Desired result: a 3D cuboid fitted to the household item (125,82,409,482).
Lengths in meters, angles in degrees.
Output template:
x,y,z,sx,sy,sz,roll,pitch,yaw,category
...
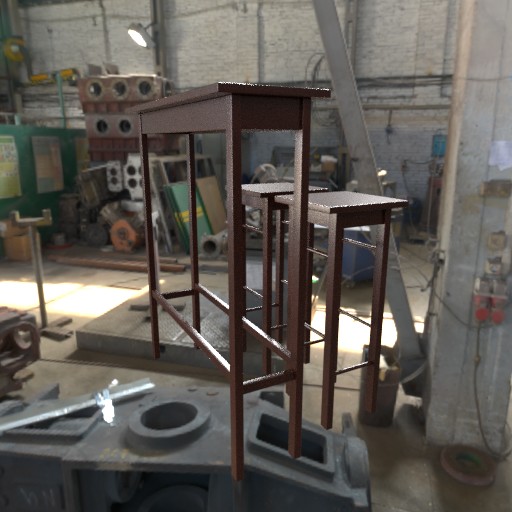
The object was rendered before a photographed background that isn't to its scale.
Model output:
x,y,z,sx,sy,sz,roll,pitch,yaw,category
0.000,0.000,1.635,0.676,1.067,0.914,-8,16,-27,household item
